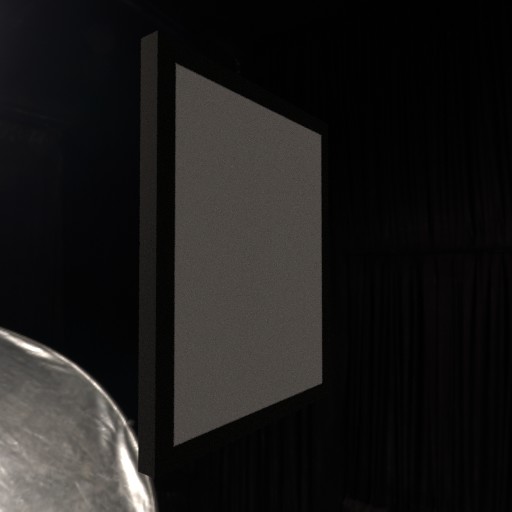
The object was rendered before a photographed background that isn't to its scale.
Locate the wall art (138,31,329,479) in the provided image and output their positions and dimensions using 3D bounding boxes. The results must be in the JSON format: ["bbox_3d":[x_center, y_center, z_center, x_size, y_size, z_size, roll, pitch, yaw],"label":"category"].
[{"bbox_3d":[0.000,0.000,0.537,0.024,0.404,0.329,-1,-2,37],"label":"wall art"}]
